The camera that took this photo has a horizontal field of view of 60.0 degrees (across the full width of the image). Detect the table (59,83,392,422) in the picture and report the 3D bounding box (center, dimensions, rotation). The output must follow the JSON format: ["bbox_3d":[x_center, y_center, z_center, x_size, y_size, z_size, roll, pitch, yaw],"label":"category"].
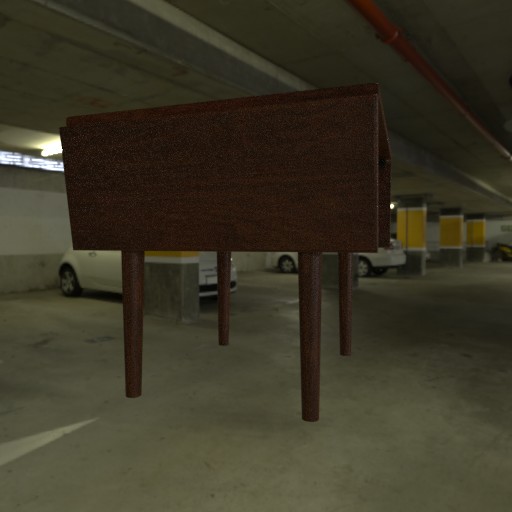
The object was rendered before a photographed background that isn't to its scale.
[{"bbox_3d":[0.000,0.000,1.444,0.812,0.763,0.843,1,2,19],"label":"table"}]
